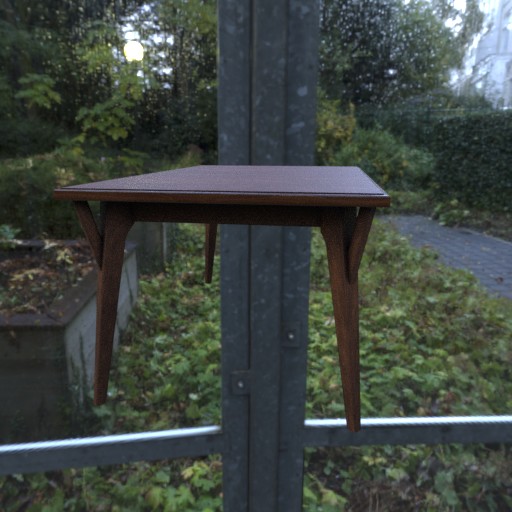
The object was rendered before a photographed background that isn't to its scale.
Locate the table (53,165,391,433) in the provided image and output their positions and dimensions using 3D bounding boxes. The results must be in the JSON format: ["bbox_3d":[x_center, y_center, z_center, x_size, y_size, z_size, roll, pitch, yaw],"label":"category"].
[{"bbox_3d":[0.000,0.000,2.083,0.990,0.761,1.524,2,14,9],"label":"table"}]
